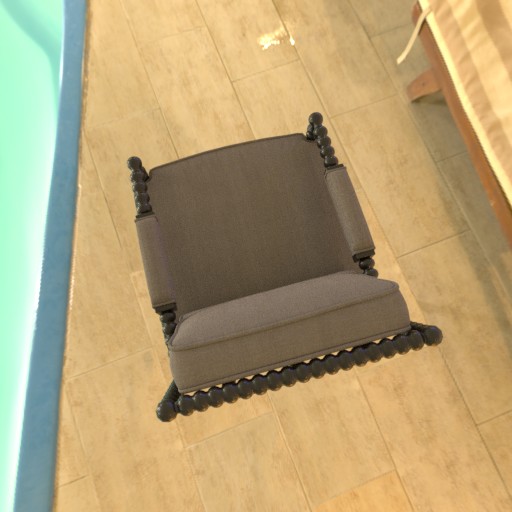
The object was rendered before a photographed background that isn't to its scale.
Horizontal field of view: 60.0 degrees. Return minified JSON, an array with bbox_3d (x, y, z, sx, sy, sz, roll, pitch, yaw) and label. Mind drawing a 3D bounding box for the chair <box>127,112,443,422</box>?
[{"bbox_3d":[0.000,0.000,1.110,0.540,0.661,0.622,-15,76,-4],"label":"chair"}]
